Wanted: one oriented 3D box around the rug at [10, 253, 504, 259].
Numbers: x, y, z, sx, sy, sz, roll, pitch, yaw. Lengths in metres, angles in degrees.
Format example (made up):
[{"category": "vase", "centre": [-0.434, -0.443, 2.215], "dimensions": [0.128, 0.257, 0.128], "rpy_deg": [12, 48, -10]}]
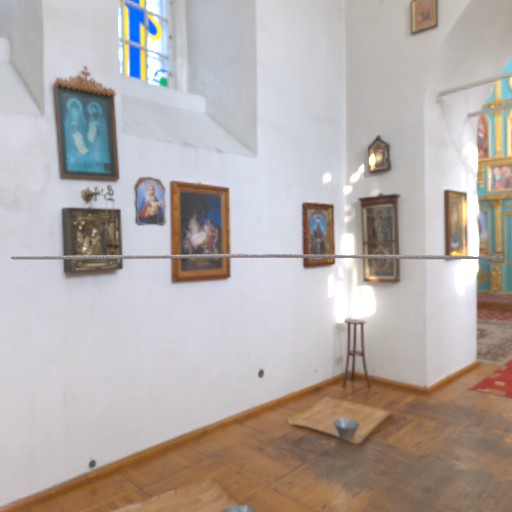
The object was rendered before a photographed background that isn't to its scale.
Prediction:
[{"category": "rug", "centre": [0.000, 0.000, 2.864], "dimensions": [2.307, 0.030, 1.604], "rpy_deg": [0, 0, -1]}]
